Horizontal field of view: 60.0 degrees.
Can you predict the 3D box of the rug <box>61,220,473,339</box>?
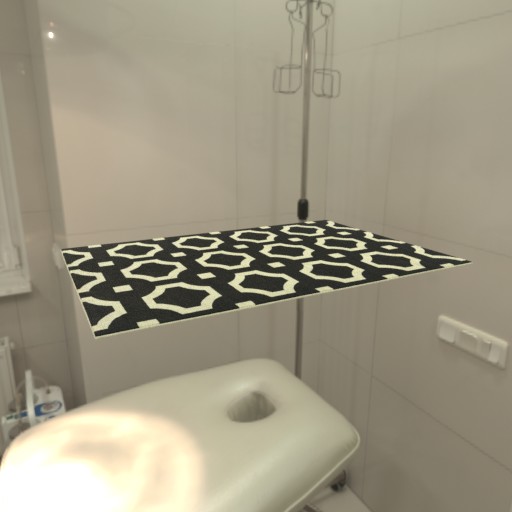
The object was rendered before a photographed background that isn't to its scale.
[{"bbox_3d":[0.000,0.000,2.958,2.286,0.016,1.555,-8,18,-27],"label":"rug"}]
